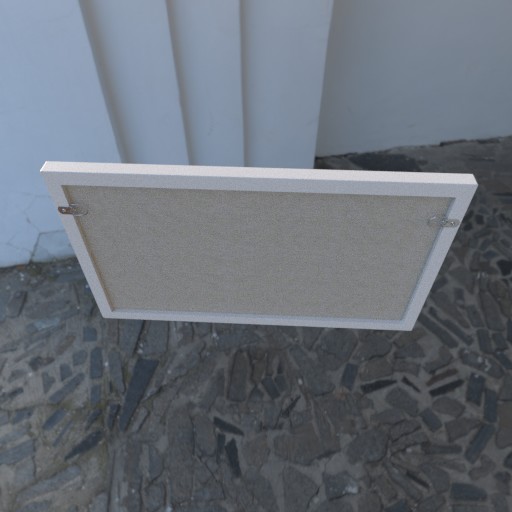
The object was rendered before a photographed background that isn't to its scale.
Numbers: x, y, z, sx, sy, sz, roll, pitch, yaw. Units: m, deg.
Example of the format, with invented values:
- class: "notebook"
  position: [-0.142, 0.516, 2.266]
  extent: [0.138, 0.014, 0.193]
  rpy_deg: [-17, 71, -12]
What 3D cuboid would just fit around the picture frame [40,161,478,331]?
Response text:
- class: "picture frame"
  position: [0.000, 0.000, 0.803]
  extent: [0.647, 0.379, 0.044]
  rpy_deg: [2, 47, 2]
